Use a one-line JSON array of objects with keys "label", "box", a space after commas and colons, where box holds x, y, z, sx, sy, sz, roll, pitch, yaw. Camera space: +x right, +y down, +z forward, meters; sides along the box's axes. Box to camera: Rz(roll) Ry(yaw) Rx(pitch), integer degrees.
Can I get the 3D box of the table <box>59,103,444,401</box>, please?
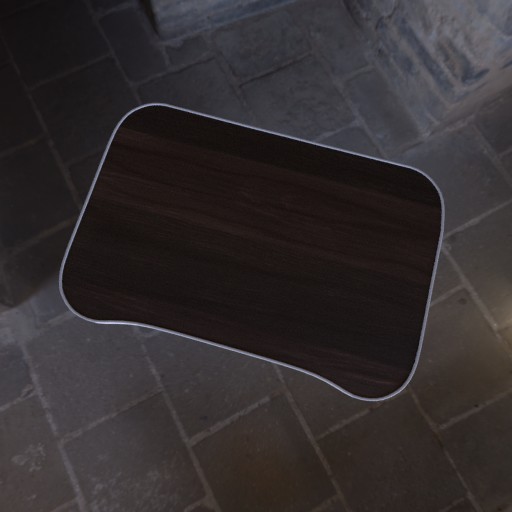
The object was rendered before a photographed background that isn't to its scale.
[{"label": "table", "box": [0.000, 0.000, 0.849, 0.660, 0.232, 0.400, 15, 77, 4]}]
